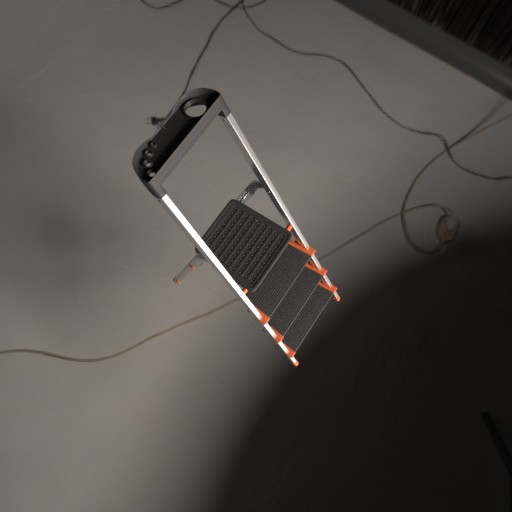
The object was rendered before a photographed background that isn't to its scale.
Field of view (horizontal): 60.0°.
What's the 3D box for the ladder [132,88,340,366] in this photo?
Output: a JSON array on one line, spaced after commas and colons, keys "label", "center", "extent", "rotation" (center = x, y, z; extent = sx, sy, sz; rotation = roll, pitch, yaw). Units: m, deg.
[{"label": "ladder", "center": [0.000, 0.000, 1.799], "extent": [0.834, 1.429, 0.452], "rotation": [33, 77, 9]}]
